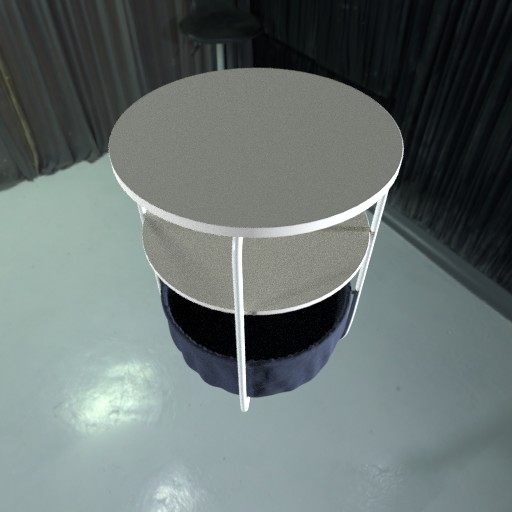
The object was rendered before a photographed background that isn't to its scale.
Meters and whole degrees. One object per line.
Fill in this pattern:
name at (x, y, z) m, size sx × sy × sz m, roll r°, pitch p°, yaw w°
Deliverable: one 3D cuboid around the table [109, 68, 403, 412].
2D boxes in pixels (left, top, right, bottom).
table at (0.000, 0.000, 0.838) m, size 0.418 × 0.532 × 0.418 m, roll -30°, pitch 53°, yaw -25°
